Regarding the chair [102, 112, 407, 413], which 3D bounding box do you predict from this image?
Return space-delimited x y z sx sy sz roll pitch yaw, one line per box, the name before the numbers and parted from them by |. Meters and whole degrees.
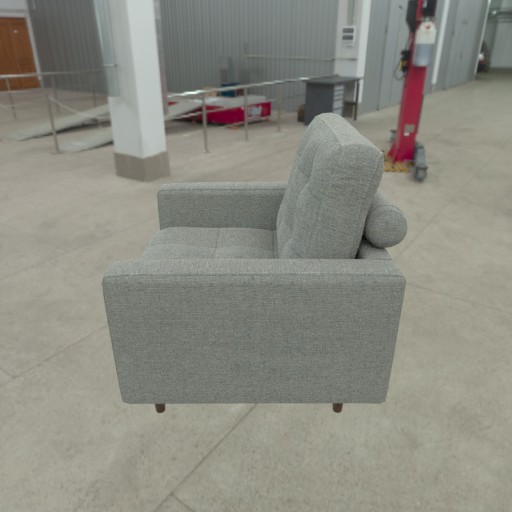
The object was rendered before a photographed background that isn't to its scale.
chair | 0.000 0.000 1.538 0.843 0.880 0.821 0 26 0
